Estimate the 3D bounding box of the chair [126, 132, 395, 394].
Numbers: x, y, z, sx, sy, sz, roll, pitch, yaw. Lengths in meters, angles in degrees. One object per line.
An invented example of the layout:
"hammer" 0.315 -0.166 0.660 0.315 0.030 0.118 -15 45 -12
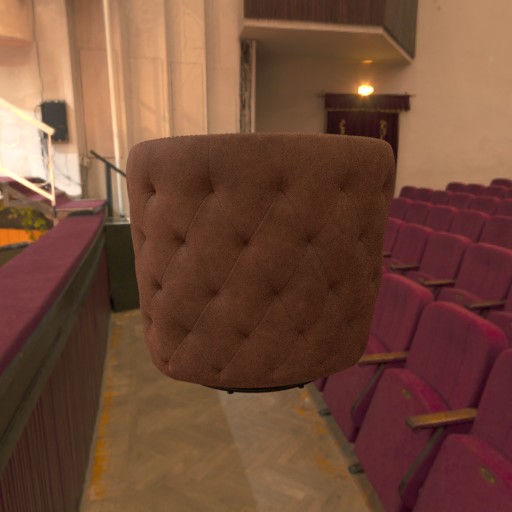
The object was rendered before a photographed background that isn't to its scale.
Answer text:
"chair" 0.000 0.000 1.547 0.850 0.790 0.870 -2 13 -8
